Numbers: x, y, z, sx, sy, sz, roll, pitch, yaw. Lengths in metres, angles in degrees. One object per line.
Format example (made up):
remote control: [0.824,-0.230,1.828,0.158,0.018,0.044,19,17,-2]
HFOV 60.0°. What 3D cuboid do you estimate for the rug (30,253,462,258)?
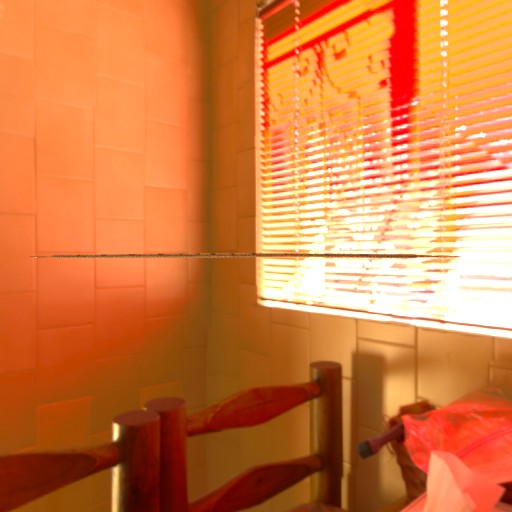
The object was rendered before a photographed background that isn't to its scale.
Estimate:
rug: [0.000,0.000,3.259,2.615,0.029,1.664,0,0,20]
